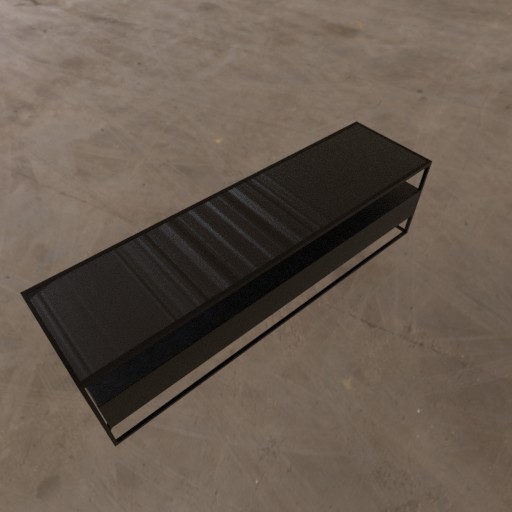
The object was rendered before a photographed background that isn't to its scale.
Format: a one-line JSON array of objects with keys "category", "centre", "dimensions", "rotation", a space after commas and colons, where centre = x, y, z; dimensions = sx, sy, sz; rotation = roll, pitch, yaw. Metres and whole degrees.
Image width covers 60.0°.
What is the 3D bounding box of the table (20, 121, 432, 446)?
[{"category": "table", "centre": [0.000, 0.000, 1.671], "dimensions": [1.486, 0.395, 0.399], "rotation": [-32, 55, -26]}]
